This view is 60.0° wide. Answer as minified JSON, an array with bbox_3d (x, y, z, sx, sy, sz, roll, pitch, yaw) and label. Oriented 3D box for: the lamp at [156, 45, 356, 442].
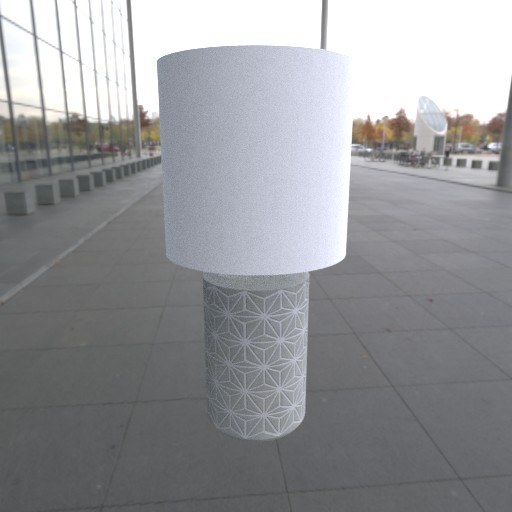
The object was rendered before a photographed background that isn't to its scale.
[{"bbox_3d":[0.000,0.000,0.520,0.206,0.416,0.206,2,15,10],"label":"lamp"}]
